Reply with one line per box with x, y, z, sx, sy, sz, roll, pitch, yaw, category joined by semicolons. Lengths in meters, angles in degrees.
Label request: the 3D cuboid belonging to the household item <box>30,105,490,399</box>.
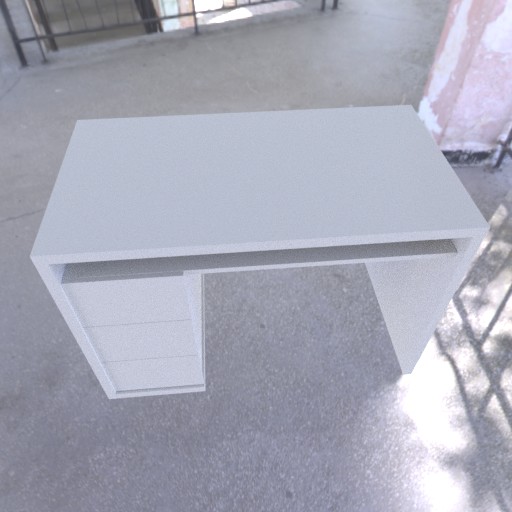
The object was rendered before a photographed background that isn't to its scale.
0.000;0.000;1.529;1.100;0.749;0.597;-4;48;-3;household item
